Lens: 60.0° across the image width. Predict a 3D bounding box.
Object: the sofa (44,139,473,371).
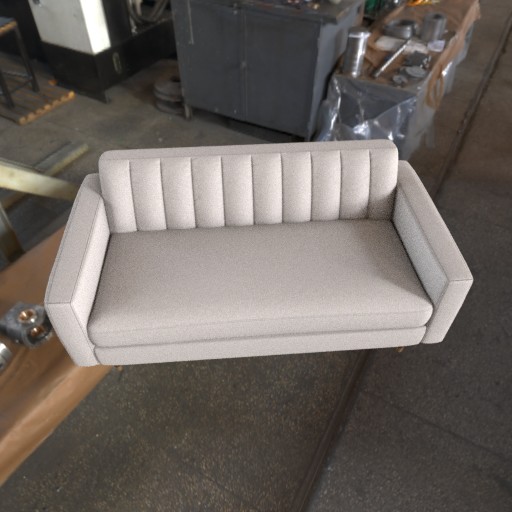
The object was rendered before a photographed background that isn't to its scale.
[{"bbox_3d":[0.000,0.000,2.393,1.895,0.814,0.969,-3,46,-3],"label":"sofa"}]
